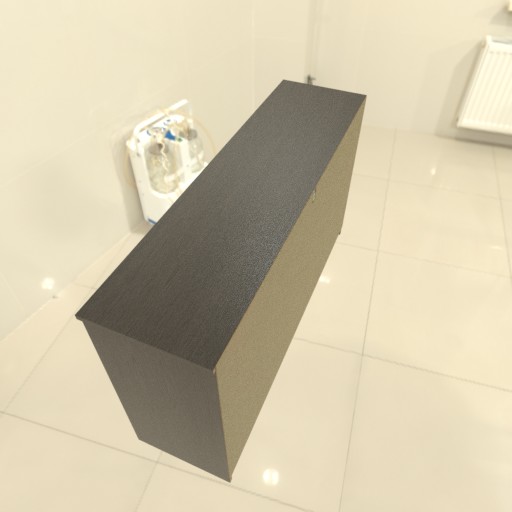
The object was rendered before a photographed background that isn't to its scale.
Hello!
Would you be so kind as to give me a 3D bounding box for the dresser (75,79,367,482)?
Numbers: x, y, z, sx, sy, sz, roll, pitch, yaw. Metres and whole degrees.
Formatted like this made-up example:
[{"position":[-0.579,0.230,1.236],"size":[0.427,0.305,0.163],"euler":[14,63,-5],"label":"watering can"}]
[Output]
[{"position":[0.000,0.000,1.695],"size":[0.401,0.755,1.360],"euler":[17,48,16],"label":"dresser"}]
